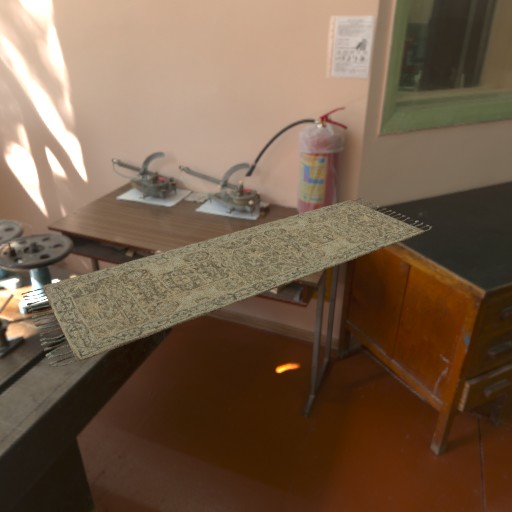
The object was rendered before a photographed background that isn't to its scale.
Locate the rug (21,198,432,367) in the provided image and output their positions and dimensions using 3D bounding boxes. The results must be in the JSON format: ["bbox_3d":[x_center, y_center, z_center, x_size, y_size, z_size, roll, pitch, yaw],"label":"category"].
[{"bbox_3d":[0.000,0.000,2.860,2.664,0.011,0.762,-18,33,-30],"label":"rug"}]
